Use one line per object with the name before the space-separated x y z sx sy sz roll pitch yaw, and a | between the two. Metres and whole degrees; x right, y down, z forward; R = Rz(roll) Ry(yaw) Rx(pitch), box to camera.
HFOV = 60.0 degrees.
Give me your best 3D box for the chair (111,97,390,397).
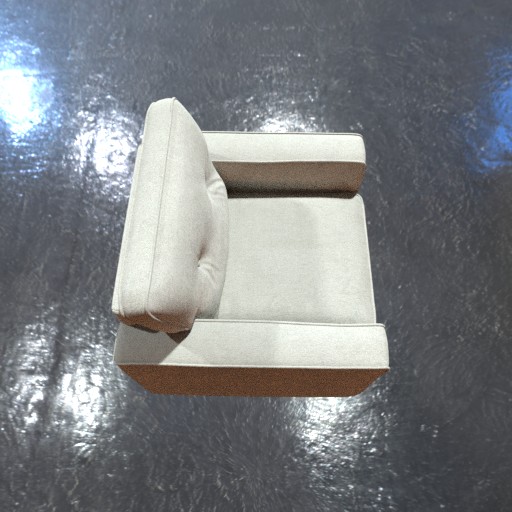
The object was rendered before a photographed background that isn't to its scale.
chair | 0.000 0.000 1.815 0.939 0.965 1.015 1 64 0
